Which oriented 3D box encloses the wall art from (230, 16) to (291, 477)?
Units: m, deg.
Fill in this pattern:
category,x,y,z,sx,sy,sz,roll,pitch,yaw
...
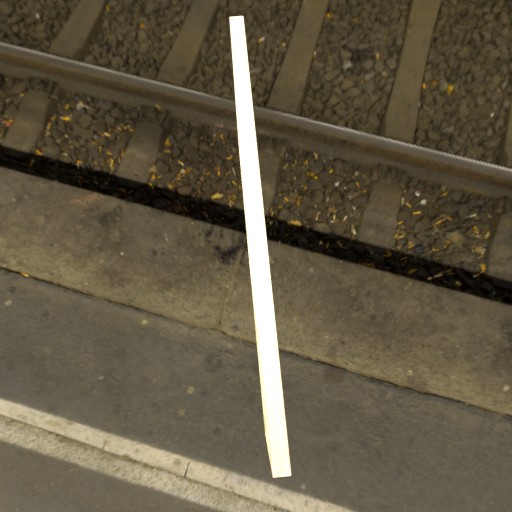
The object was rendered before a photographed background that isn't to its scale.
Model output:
category,x,y,z,sx,sy,sz,roll,pitch,yaw
wall art,0.000,0.000,1.411,0.041,0.758,1.142,-5,74,-1
